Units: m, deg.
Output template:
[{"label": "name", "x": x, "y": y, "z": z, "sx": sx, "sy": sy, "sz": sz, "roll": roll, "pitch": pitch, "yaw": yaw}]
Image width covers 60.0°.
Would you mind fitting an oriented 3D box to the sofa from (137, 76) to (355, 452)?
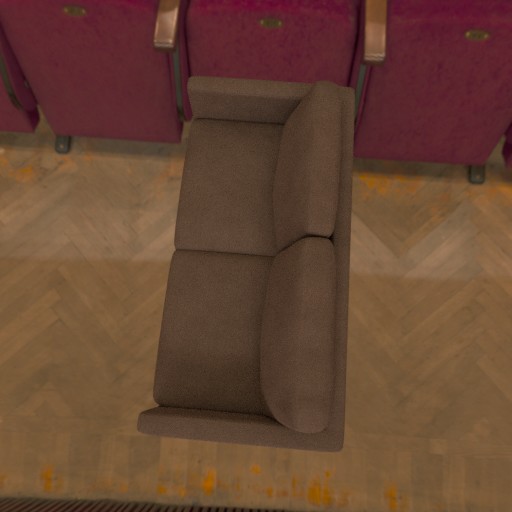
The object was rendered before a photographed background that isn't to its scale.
[{"label": "sofa", "x": 0.000, "y": 0.000, "z": 2.454, "sx": 0.950, "sy": 0.963, "sz": 1.884, "roll": 5, "pitch": 75, "yaw": 1}]
